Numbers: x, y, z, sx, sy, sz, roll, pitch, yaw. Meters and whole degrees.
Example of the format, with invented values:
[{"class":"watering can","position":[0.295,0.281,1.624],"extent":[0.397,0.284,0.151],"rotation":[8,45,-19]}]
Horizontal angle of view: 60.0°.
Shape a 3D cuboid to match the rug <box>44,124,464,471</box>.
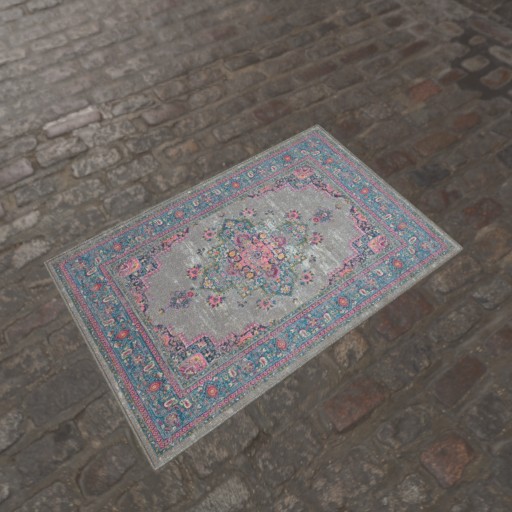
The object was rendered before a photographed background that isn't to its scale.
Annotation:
[{"class":"rug","position":[0.000,0.000,2.195],"extent":[1.748,0.014,1.144],"rotation":[-31,62,-19]}]
